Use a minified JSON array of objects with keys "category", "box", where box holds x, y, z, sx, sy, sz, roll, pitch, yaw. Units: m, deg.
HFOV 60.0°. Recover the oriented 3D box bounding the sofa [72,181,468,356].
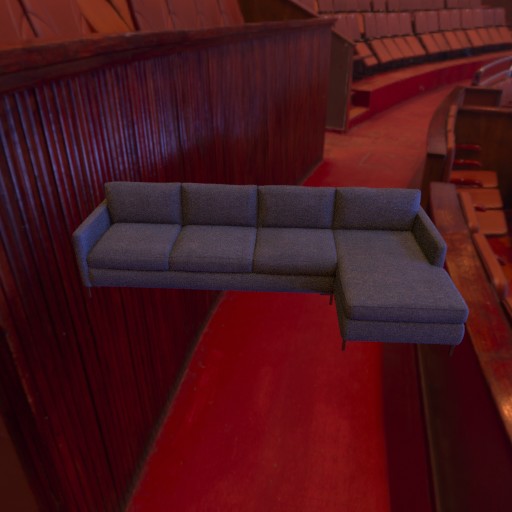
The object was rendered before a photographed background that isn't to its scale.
[{"category":"sofa","box":[0.000,0.000,3.566,2.932,0.810,1.350,2,30,3]}]
